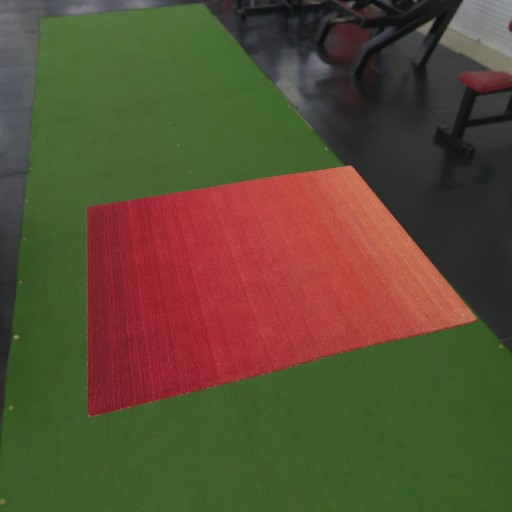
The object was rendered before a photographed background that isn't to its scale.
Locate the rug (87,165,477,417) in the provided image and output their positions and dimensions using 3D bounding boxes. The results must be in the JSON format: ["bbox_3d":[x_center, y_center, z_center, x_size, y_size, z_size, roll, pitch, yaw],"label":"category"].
[{"bbox_3d":[0.000,0.000,3.950,2.905,0.028,2.340,-11,44,-11],"label":"rug"}]
